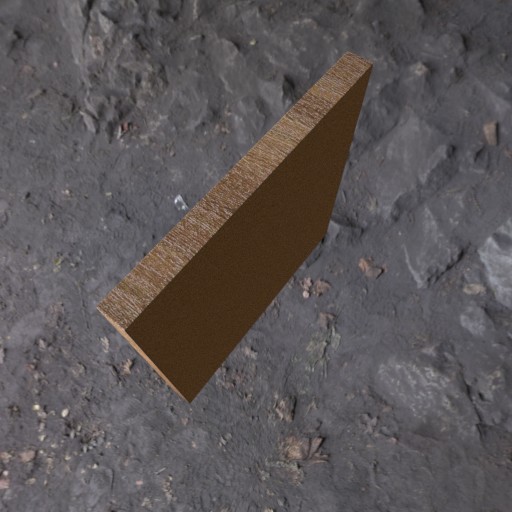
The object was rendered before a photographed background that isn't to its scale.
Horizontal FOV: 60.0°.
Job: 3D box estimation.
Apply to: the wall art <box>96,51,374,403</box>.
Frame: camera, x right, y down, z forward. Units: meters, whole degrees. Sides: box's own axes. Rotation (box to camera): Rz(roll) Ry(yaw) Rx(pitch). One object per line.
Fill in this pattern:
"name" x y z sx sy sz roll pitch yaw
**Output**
"wall art" 0.000 0.000 0.628 0.039 0.403 0.406 34 68 16
